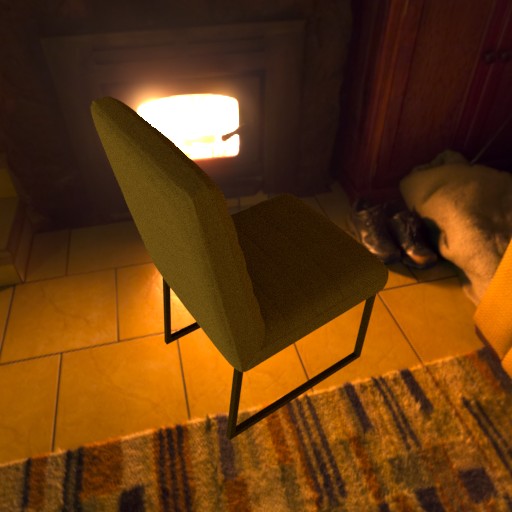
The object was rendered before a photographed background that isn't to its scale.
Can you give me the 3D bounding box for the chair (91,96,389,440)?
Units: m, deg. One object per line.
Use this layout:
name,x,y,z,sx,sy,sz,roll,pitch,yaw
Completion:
chair,0.000,0.000,1.314,0.634,0.930,0.520,-24,47,-25
